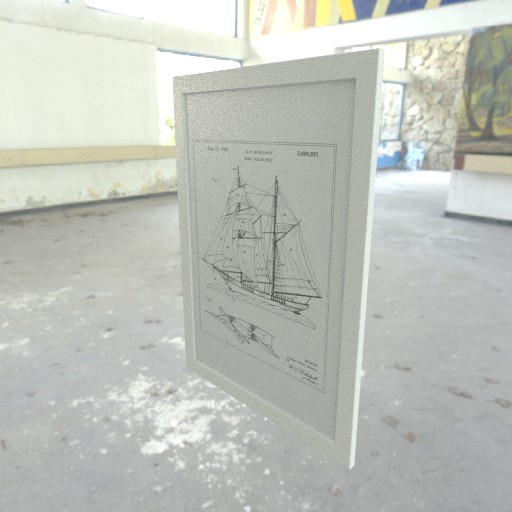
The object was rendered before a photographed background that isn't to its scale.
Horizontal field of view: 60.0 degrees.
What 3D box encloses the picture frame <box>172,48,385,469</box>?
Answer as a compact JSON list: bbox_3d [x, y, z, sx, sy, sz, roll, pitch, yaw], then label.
[{"bbox_3d":[0.000,0.000,0.670,0.012,0.534,0.381,-15,22,-42],"label":"picture frame"}]
